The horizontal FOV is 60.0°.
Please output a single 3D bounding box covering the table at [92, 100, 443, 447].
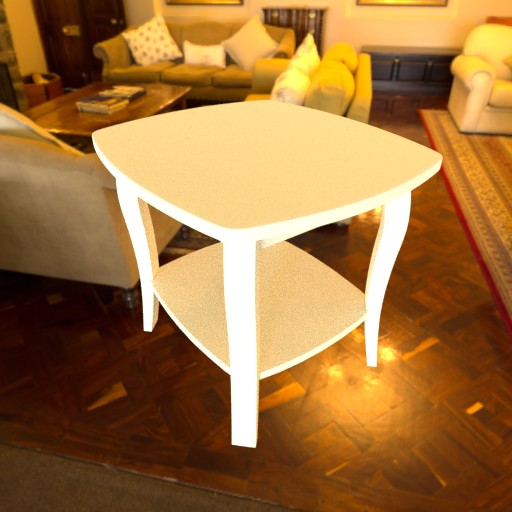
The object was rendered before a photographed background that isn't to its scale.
[{"bbox_3d":[0.000,0.000,0.838,0.451,0.438,0.502,-22,39,-30],"label":"table"}]
